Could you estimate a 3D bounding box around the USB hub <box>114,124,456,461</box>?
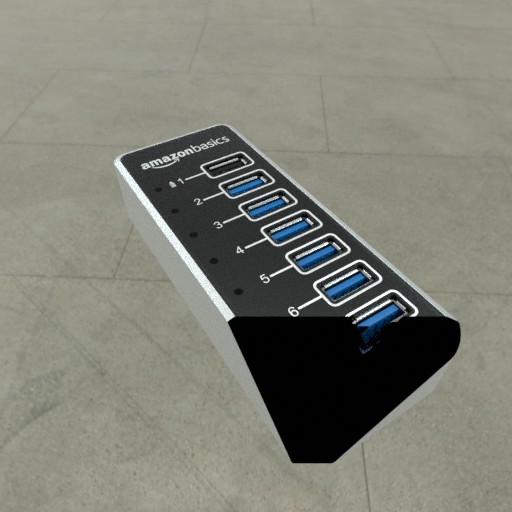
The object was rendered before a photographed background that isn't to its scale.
[{"bbox_3d":[0.000,0.000,0.129,0.044,0.023,0.110,-25,51,-22],"label":"USB hub"}]
